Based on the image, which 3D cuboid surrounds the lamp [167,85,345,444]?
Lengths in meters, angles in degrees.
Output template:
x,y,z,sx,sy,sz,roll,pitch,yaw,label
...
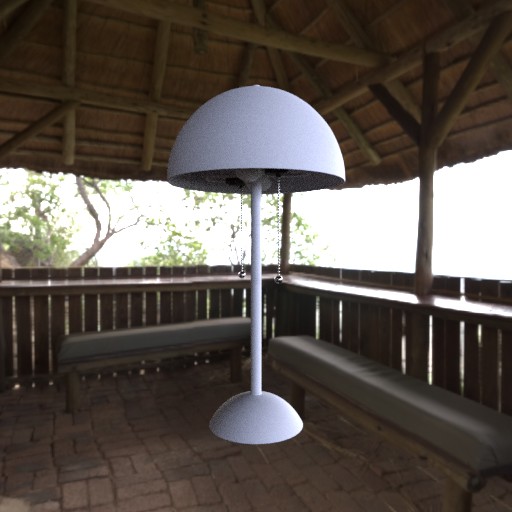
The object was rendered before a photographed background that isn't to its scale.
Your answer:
x,y,z,sx,sy,sz,roll,pitch,yaw,label
0.000,0.000,0.434,0.171,0.330,0.171,0,1,0,lamp
